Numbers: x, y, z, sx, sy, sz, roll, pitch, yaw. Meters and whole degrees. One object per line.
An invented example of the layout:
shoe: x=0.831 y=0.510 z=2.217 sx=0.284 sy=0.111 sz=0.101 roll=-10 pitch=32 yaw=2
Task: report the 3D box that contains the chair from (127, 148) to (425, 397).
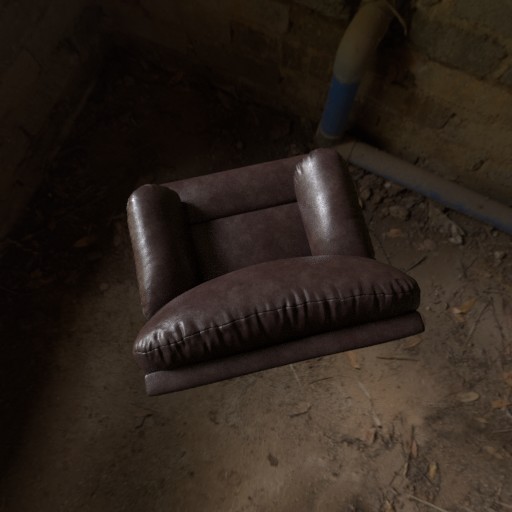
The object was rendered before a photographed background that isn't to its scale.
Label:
chair: x=0.000 y=0.000 z=1.740 sx=0.940 sy=1.041 sz=0.879 roll=-12 pitch=75 yaw=-3
